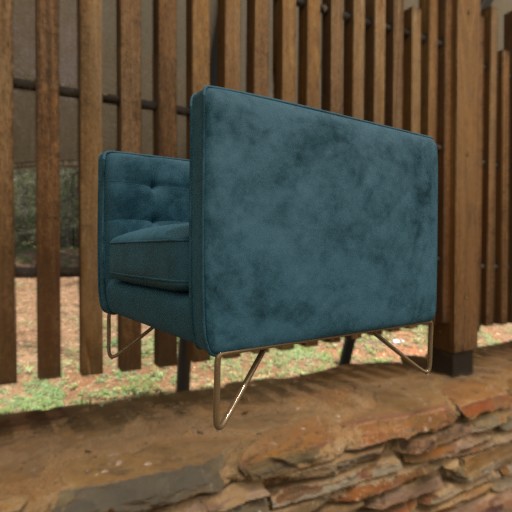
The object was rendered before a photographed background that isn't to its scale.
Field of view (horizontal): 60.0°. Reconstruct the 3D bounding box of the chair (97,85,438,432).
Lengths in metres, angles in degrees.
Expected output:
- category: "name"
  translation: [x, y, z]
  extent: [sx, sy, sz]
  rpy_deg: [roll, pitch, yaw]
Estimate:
- category: "chair"
  translation: [0.000, 0.000, 1.566]
  extent: [0.894, 0.790, 0.880]
  rpy_deg: [-1, 1, -35]
